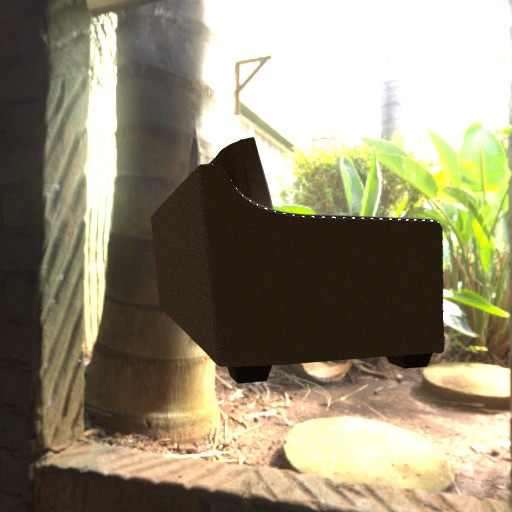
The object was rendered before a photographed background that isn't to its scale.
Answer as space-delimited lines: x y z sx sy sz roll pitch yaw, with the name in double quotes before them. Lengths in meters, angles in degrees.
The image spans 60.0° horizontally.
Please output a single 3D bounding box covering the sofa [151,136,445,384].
"sofa" 0.000 0.000 2.559 1.030 0.901 1.967 0 0 -18
